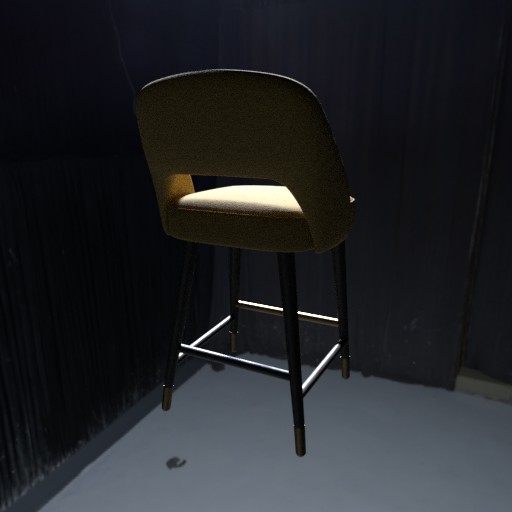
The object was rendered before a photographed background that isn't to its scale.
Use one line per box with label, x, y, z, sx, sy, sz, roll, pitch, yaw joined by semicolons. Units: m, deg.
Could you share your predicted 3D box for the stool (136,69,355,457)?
stool;0.000;0.000;1.273;0.536;0.939;0.522;8;17;26
